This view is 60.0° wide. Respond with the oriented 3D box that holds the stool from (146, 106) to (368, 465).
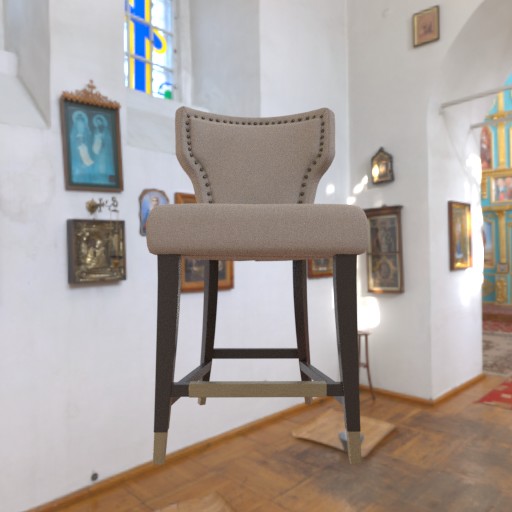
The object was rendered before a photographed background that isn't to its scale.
[{"bbox_3d":[0.000,0.000,1.290,0.527,0.982,0.563,0,-1,-1],"label":"stool"}]
